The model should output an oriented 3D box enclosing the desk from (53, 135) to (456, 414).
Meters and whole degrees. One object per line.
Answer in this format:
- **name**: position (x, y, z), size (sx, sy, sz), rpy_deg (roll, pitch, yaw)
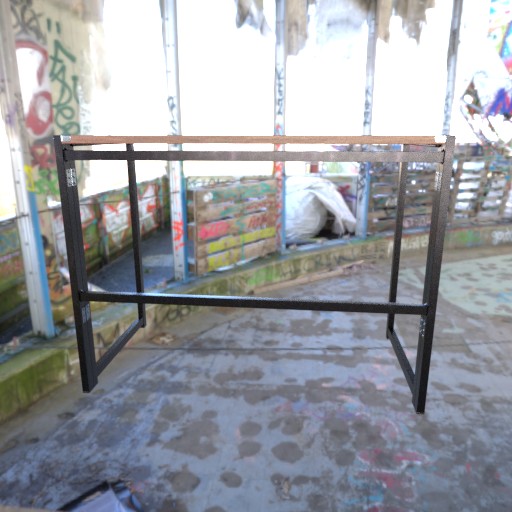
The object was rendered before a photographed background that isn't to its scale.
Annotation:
- **desk**: position (0.000, 0.000, 1.448), size (1.016, 0.762, 0.508), rpy_deg (2, 15, 6)
